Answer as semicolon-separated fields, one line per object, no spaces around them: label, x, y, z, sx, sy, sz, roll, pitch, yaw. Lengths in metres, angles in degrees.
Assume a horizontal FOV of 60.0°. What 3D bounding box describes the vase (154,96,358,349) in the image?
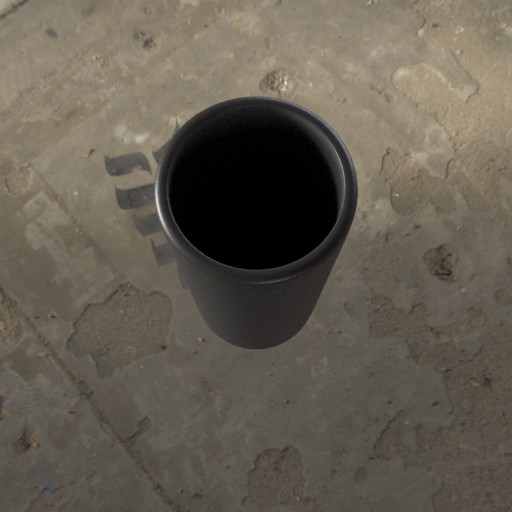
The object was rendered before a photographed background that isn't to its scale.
vase;0.000;0.000;0.366;0.136;0.289;0.136;-22;76;-6
